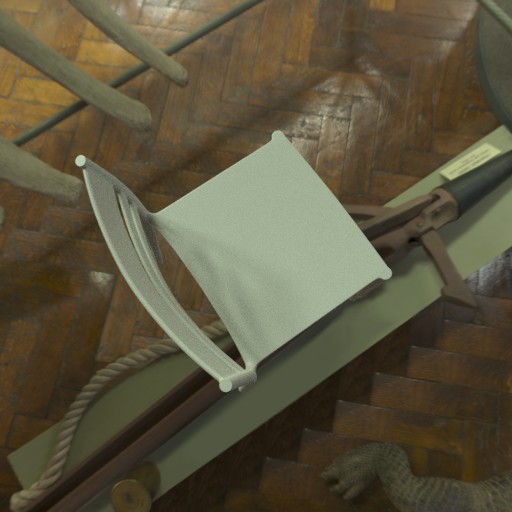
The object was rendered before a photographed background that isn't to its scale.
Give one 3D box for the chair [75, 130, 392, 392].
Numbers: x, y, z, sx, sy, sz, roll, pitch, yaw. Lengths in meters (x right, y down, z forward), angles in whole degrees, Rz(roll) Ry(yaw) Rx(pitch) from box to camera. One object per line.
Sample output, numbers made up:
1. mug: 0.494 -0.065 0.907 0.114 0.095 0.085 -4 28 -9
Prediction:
1. chair: 0.000 0.000 1.129 0.511 0.800 0.531 -34 78 -8
